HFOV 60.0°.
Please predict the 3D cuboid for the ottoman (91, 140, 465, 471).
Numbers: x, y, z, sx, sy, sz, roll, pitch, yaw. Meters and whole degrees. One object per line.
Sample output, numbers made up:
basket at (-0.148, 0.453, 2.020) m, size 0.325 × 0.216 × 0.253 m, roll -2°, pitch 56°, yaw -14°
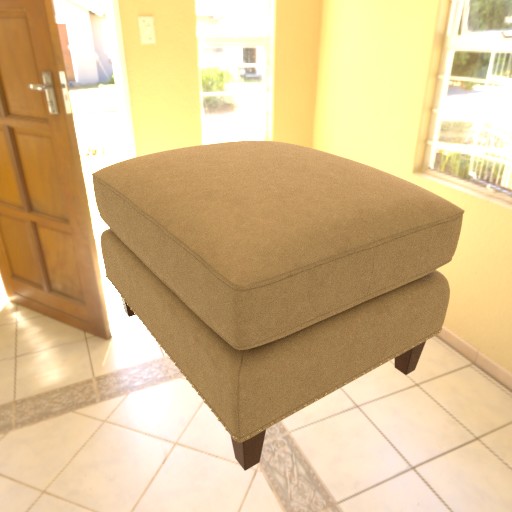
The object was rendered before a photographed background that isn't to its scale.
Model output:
ottoman at (0.000, 0.000, 1.122) m, size 0.584 × 0.513 × 0.741 m, roll -17°, pitch 31°, yaw -30°
